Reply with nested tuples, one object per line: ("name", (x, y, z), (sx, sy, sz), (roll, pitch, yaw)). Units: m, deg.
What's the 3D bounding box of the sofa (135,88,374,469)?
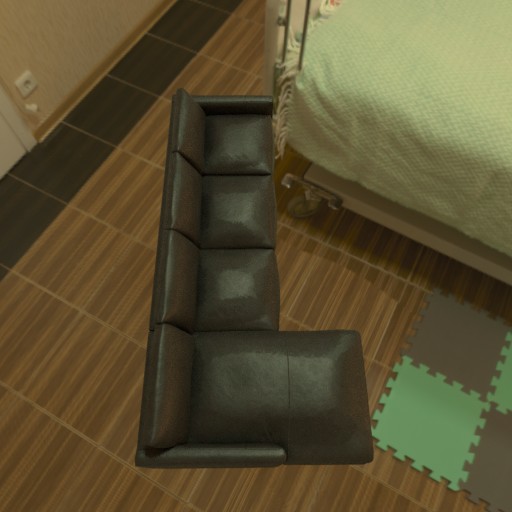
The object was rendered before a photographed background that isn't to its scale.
("sofa", (0.000, 0.000, 3.468), (1.471, 0.859, 2.993), (0, 64, 0))
